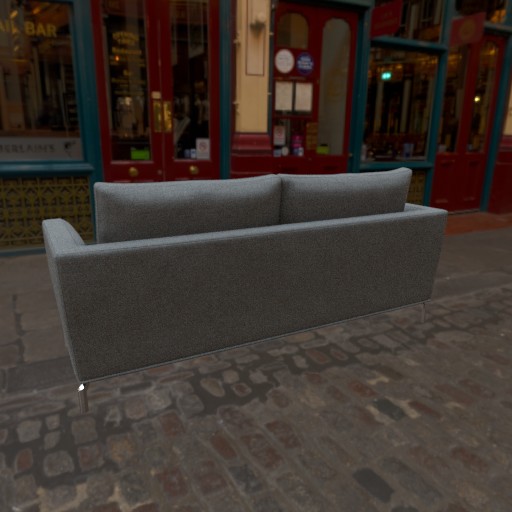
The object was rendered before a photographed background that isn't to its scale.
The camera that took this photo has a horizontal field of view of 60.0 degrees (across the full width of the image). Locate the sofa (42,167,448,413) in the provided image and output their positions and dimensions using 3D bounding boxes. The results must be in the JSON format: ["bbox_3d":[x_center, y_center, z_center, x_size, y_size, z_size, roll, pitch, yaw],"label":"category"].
[{"bbox_3d":[0.000,0.000,2.625,2.212,1.002,0.869,-8,17,-27],"label":"sofa"}]
